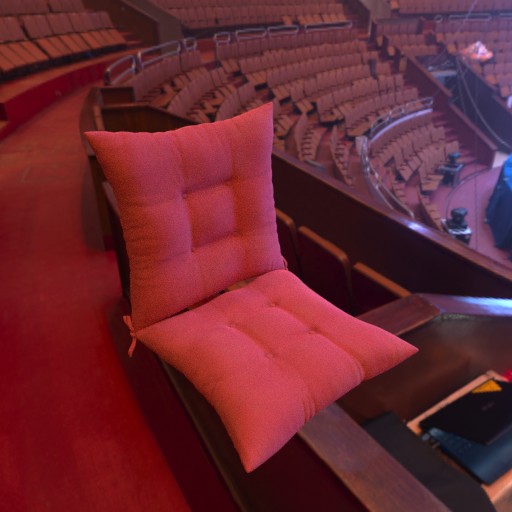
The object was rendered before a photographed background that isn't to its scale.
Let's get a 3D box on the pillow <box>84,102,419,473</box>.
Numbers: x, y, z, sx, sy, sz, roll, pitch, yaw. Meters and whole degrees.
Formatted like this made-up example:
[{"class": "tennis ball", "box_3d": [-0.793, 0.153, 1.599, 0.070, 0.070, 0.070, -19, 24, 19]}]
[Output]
[{"class": "pillow", "box_3d": [0.000, 0.000, 0.989, 0.541, 0.536, 0.585, -21, 35, -33]}]
